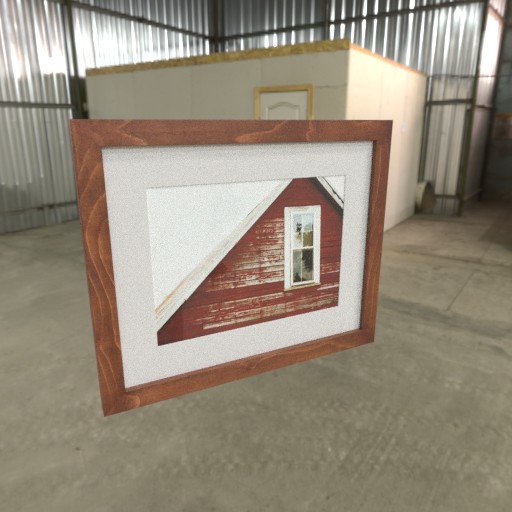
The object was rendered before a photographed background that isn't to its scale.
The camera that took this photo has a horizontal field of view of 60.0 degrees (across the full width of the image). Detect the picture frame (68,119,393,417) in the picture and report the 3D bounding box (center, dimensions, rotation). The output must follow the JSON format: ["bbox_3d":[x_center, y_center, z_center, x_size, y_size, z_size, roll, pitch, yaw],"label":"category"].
[{"bbox_3d":[0.000,0.000,0.778,0.559,0.457,0.025,-8,19,-26],"label":"picture frame"}]
